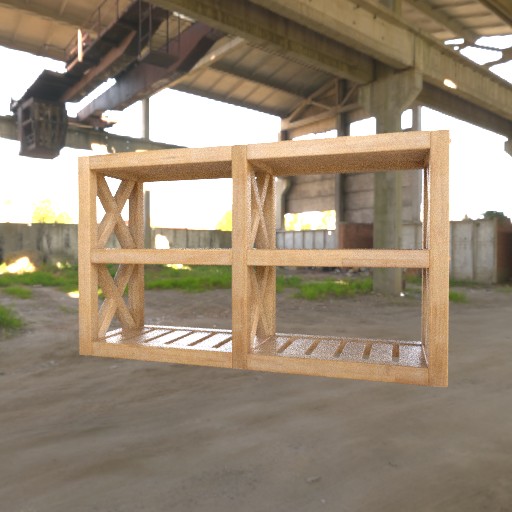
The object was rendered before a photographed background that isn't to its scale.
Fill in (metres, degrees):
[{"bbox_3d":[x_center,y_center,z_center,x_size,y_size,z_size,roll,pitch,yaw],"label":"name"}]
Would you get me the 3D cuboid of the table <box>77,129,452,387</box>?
[{"bbox_3d":[0.000,0.000,1.679,1.320,0.762,0.381,0,1,18],"label":"table"}]
